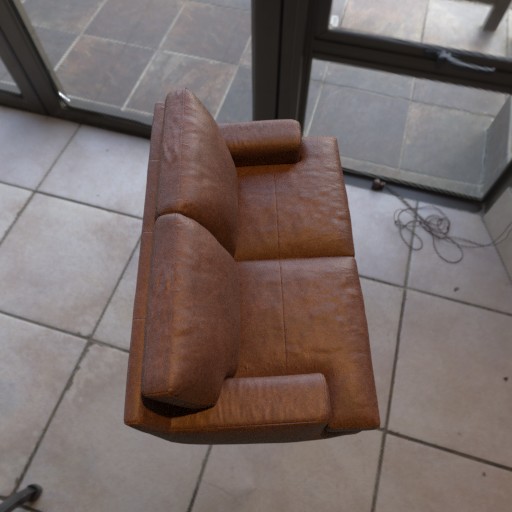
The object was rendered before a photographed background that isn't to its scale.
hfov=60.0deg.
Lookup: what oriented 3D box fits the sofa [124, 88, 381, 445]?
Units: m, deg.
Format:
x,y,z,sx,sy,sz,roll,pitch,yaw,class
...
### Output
x,y,z,sx,sy,sz,roll,pitch,yaw,class
0.000,0.000,2.452,1.143,0.939,1.880,-2,62,-1,sofa
